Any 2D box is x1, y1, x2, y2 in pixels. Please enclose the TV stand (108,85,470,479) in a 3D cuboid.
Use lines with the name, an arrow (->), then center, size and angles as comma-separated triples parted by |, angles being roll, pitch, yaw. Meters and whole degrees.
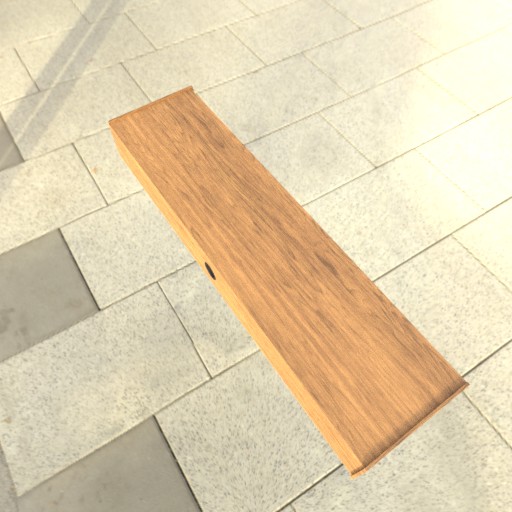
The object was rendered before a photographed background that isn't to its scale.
TV stand -> 0.000, 0.000, 1.927 | 0.467, 0.415, 1.796 | -31, 63, -17
